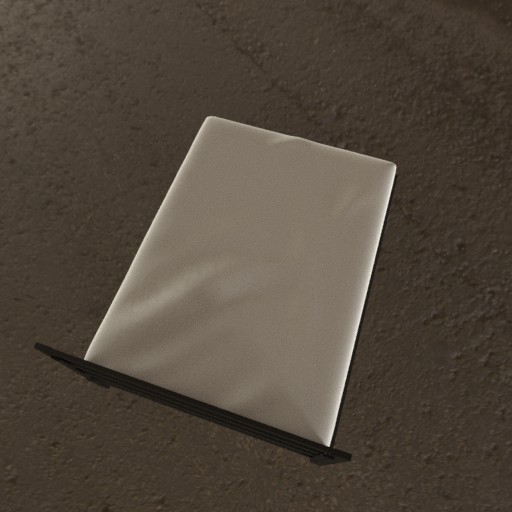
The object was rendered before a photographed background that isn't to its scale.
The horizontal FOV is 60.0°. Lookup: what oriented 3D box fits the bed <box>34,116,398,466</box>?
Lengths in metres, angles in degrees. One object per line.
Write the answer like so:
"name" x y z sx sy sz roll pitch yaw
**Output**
"bed" 0.000 0.000 2.837 1.524 0.967 2.062 17 65 8
